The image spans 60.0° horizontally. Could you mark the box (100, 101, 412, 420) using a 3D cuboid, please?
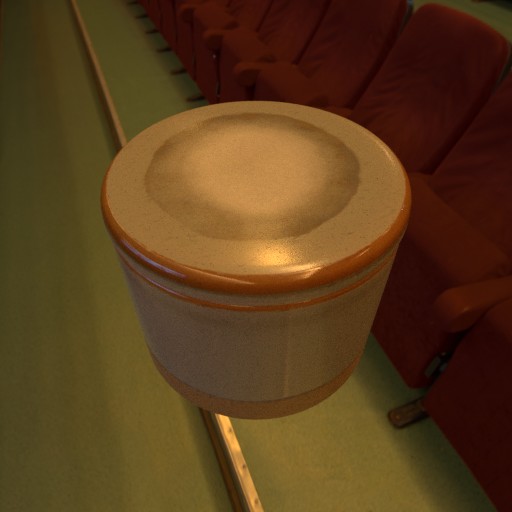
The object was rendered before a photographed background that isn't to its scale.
[{"bbox_3d":[0.000,0.000,0.211,0.123,0.100,0.123,0,45,0],"label":"box"}]
